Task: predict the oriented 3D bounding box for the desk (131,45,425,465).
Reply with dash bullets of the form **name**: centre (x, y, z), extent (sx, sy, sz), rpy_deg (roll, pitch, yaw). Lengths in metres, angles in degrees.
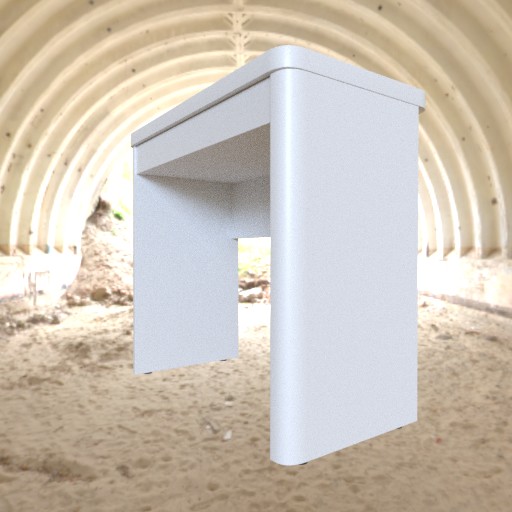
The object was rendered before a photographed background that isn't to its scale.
- **desk**: centre (0.000, 0.000, 1.225), extent (0.446, 0.760, 0.790), rpy_deg (-1, 1, -36)
